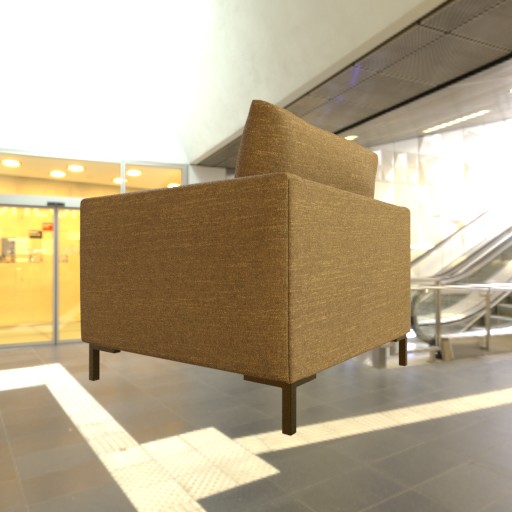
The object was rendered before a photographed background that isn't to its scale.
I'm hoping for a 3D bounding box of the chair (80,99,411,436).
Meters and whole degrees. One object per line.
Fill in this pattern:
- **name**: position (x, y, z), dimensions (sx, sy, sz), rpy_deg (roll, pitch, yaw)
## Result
- **chair**: position (0.000, 0.000, 1.610), dimensions (0.845, 0.841, 0.940), rpy_deg (0, 0, 36)
